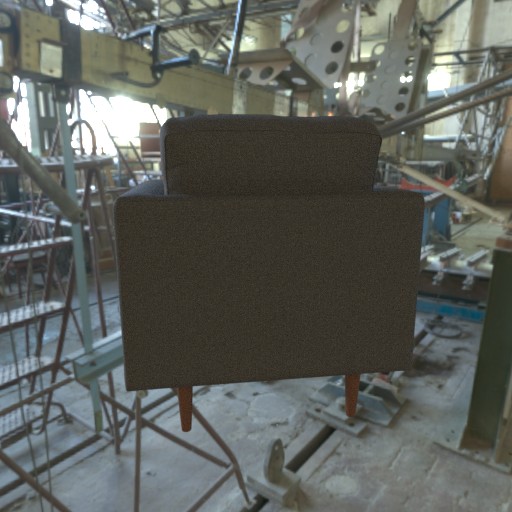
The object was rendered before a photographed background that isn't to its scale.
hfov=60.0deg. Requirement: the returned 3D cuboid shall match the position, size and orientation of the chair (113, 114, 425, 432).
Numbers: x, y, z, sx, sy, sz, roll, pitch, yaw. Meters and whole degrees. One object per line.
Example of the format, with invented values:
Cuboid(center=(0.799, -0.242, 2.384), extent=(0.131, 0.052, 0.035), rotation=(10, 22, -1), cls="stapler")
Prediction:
Cuboid(center=(0.000, 0.000, 1.588), extent=(0.854, 0.927, 0.800), rotation=(-2, 13, -8), cls="chair")
